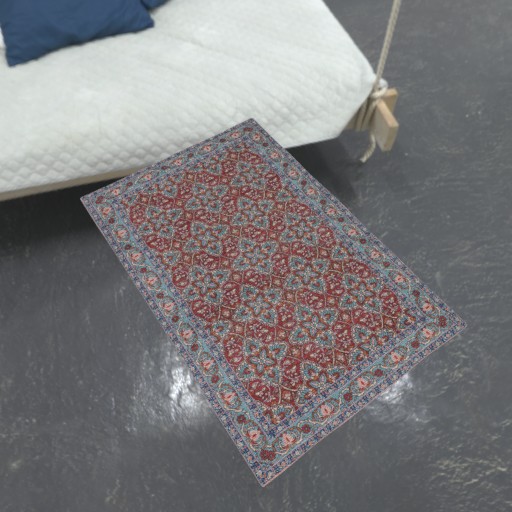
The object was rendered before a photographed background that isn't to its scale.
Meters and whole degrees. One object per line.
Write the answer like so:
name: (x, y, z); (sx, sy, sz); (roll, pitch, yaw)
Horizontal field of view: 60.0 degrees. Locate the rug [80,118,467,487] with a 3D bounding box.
rug: (0.000, 0.000, 2.356); (1.219, 0.009, 1.829); (-30, 62, -18)
